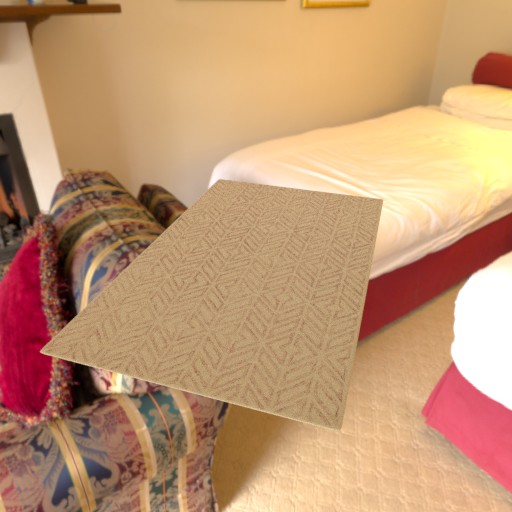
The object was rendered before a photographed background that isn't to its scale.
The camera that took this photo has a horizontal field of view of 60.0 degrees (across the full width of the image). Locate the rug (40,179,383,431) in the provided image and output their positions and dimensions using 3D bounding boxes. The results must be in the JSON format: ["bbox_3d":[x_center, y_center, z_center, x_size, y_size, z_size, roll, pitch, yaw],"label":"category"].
[{"bbox_3d":[0.000,0.000,3.027,1.523,0.008,2.438,10,33,15],"label":"rug"}]
